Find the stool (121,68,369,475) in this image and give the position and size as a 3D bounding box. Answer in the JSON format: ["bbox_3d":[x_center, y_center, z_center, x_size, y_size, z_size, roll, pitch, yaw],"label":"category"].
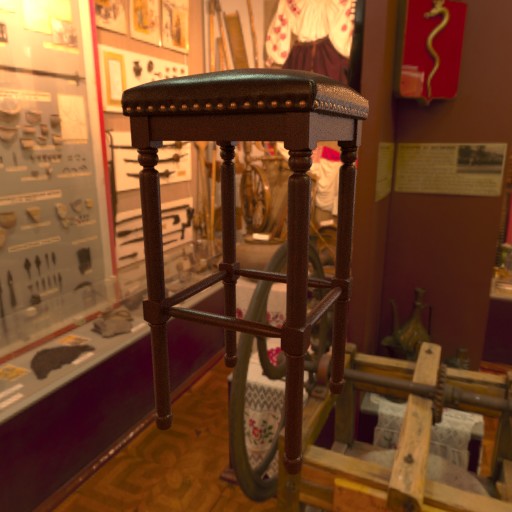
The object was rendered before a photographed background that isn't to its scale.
[{"bbox_3d":[0.000,0.000,0.989,0.382,0.768,0.383,7,16,25],"label":"stool"}]
